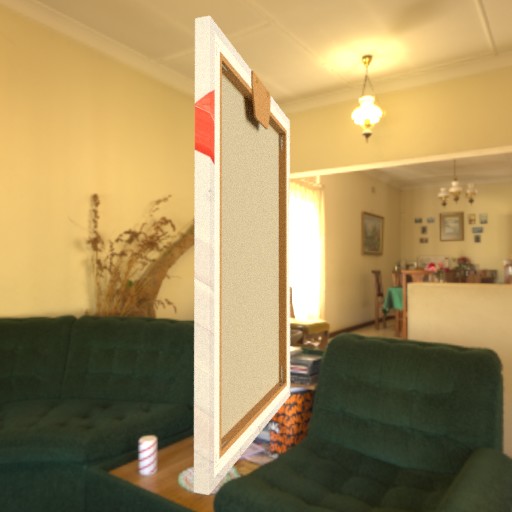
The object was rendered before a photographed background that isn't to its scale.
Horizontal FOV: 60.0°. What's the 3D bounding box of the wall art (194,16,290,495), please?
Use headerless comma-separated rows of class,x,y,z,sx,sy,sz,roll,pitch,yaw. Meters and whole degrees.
wall art,0.000,0.000,1.077,0.036,0.848,0.613,0,-1,18
